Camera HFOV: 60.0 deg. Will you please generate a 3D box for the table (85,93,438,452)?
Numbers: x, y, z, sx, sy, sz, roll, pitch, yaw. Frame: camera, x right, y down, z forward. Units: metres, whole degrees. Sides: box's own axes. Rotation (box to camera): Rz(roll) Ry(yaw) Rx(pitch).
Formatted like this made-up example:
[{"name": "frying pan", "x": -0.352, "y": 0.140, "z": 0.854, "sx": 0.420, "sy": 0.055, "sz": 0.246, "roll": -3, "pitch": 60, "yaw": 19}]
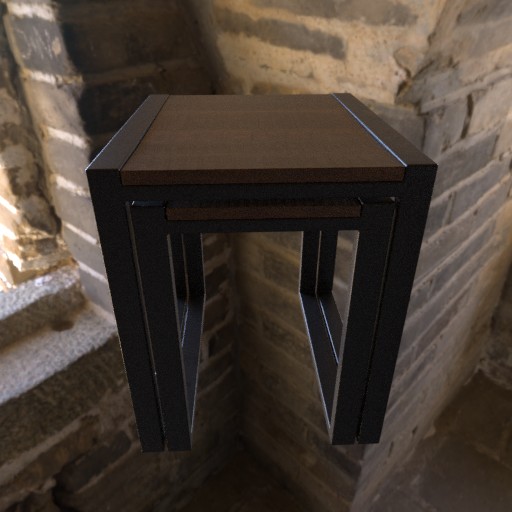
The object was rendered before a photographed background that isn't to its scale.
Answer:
[{"name": "table", "x": 0.000, "y": 0.000, "z": 0.912, "sx": 0.449, "sy": 0.550, "sz": 0.500, "roll": -1, "pitch": 30, "yaw": -2}]
